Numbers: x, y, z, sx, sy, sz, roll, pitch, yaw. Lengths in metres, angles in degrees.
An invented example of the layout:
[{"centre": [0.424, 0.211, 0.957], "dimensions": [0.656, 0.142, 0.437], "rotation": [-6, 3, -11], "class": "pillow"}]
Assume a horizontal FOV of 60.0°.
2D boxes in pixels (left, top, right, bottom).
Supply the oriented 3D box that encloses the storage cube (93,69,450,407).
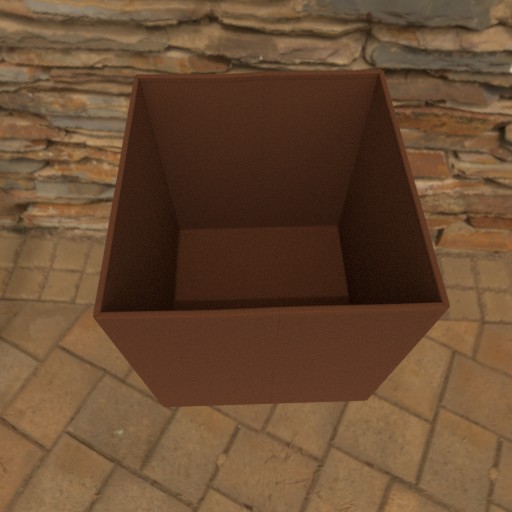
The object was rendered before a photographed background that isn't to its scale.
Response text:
[{"centre": [0.000, 0.000, 0.497], "dimensions": [0.270, 0.280, 0.270], "rotation": [-2, 59, -1], "class": "storage cube"}]
